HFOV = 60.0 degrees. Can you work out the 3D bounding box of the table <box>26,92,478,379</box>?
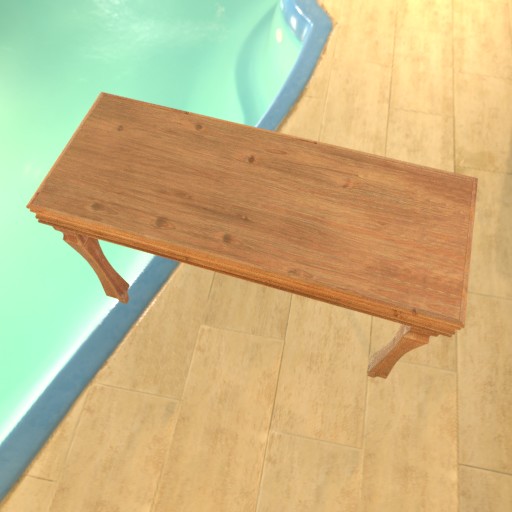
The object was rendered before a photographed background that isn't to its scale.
[{"bbox_3d":[0.000,0.000,1.779,1.330,0.873,0.522,15,63,8],"label":"table"}]
